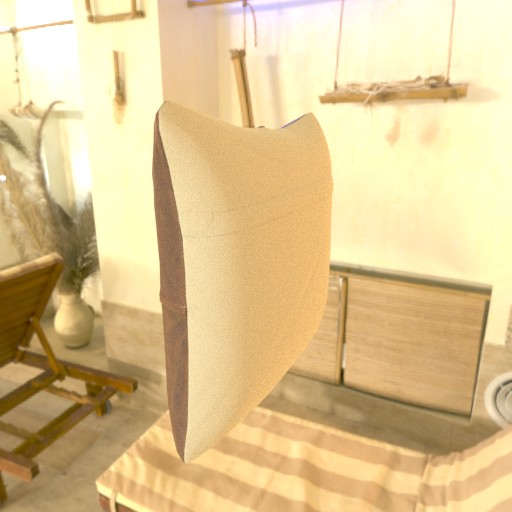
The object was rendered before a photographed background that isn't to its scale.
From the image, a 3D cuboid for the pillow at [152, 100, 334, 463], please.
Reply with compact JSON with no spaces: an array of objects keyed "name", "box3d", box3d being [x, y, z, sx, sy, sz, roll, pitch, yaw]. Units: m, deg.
[{"name":"pillow","box3d":[0.000,0.000,0.735,0.192,0.470,0.484,8,19,25]}]
